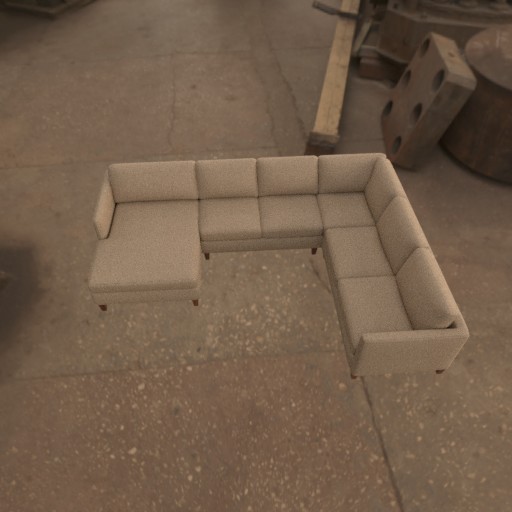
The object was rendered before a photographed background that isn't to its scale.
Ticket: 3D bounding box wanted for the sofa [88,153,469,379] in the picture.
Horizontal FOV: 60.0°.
[{"bbox_3d":[0.000,0.000,4.592,3.403,0.889,2.551,-3,47,-3],"label":"sofa"}]
